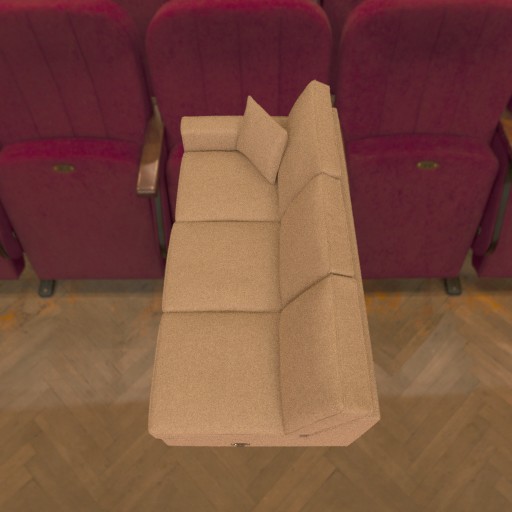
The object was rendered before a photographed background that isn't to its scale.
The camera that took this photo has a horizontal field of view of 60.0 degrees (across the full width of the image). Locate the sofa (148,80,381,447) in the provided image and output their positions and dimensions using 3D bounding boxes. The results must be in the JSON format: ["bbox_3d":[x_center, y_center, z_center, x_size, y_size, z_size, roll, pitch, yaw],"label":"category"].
[{"bbox_3d":[0.000,0.000,2.554,1.034,0.946,1.962,0,59,0],"label":"sofa"}]
